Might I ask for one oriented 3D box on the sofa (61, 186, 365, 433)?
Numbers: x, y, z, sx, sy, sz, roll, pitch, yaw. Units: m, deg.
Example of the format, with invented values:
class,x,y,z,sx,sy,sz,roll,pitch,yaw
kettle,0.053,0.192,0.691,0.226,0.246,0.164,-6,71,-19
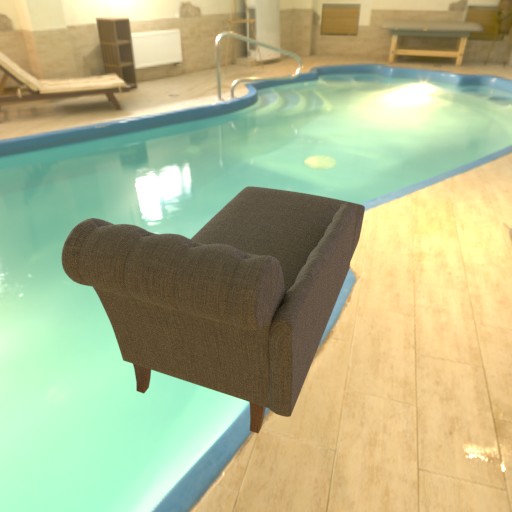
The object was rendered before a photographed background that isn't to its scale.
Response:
class,x,y,z,sx,sy,sz,roll,pitch,yaw
sofa,0.000,0.000,1.828,0.675,0.787,1.379,12,34,18
